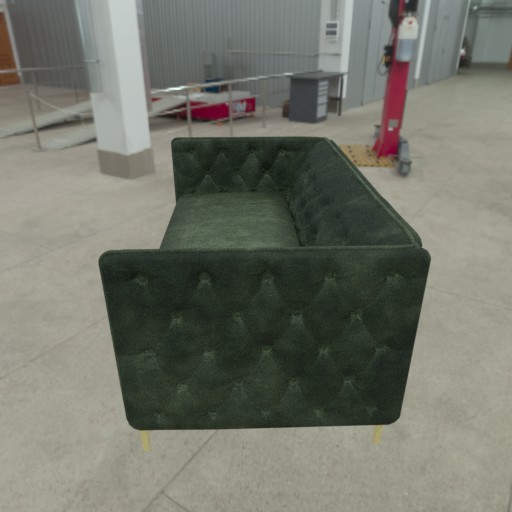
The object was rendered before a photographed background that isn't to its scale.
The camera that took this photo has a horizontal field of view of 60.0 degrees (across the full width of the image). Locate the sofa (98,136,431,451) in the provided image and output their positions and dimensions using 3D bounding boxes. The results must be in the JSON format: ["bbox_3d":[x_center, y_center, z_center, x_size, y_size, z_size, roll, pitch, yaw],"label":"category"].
[{"bbox_3d":[0.000,0.000,1.983,0.895,0.768,1.537,-1,26,-2],"label":"sofa"}]
